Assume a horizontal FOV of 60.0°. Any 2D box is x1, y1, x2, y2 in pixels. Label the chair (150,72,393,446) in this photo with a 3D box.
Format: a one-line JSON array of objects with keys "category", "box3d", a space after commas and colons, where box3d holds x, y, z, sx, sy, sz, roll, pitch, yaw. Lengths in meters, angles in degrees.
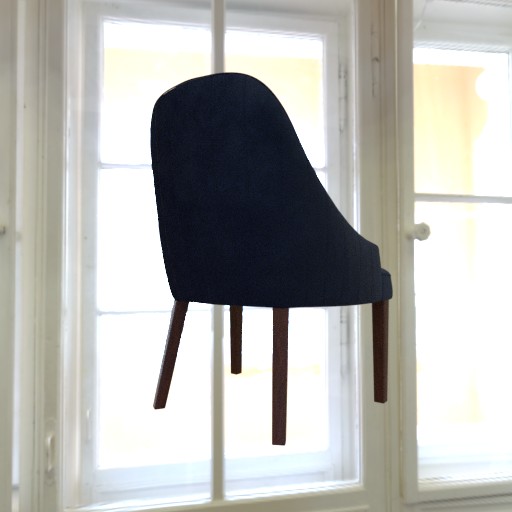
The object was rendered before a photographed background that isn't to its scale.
[{"category": "chair", "box3d": [0.000, 0.000, 1.330, 0.643, 0.889, 0.575, -1, -1, 37]}]
